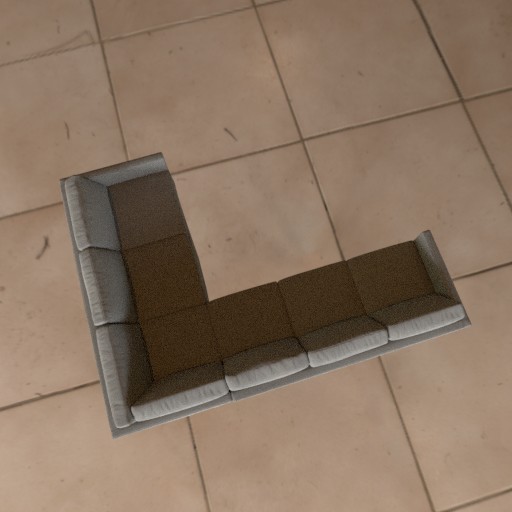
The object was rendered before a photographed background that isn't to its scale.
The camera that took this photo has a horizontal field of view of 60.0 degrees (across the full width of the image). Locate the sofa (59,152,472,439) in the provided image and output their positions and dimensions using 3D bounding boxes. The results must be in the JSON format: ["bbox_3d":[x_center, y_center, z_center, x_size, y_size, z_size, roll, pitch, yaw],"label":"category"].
[{"bbox_3d":[0.000,0.000,4.250,3.182,0.871,2.432,-16,75,-5],"label":"sofa"}]
